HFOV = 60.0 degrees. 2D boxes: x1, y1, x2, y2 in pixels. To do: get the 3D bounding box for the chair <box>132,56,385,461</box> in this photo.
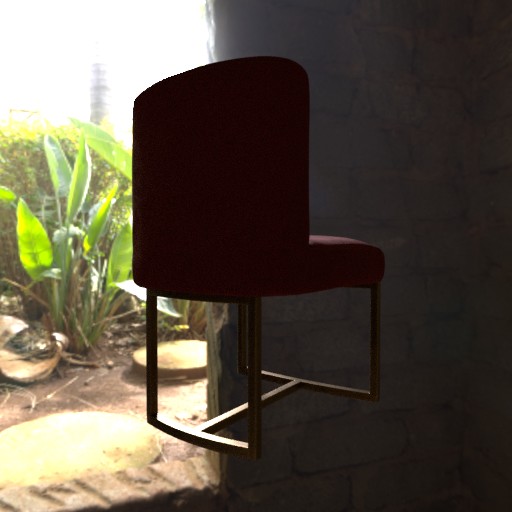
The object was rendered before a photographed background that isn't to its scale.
[{"bbox_3d":[0.000,0.000,1.183,0.530,0.824,0.560,1,2,36],"label":"chair"}]
